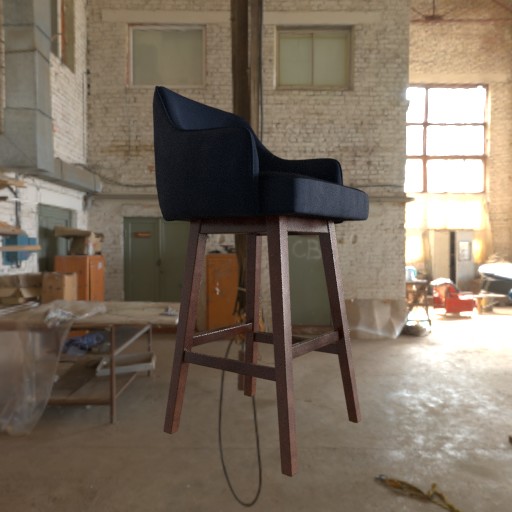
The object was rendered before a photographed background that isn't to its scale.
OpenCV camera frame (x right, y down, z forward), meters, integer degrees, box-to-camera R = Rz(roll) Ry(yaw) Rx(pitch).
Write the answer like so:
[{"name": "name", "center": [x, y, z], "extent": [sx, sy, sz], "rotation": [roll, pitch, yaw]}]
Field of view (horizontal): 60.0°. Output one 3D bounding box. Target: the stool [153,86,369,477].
[{"name": "stool", "center": [0.000, 0.000, 1.360], "extent": [0.560, 1.041, 0.550], "rotation": [1, 2, 36]}]
